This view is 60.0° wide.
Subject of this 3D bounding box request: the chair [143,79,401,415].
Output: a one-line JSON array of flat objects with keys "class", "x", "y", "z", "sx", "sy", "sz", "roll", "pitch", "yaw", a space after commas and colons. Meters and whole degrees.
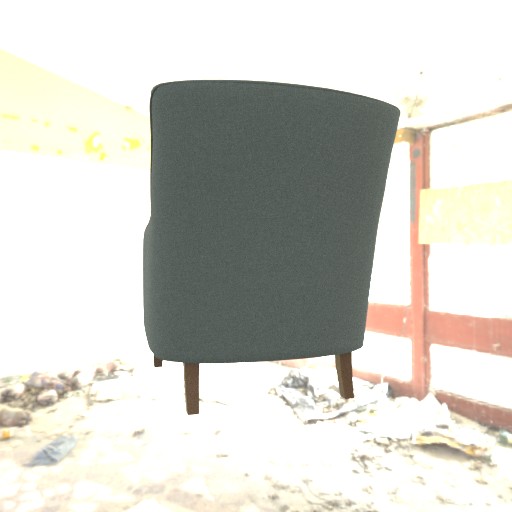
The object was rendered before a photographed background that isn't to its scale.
[{"class": "chair", "x": 0.000, "y": 0.000, "z": 1.553, "sx": 0.756, "sy": 0.916, "sz": 0.879, "roll": 0, "pitch": 0, "yaw": -16}]
